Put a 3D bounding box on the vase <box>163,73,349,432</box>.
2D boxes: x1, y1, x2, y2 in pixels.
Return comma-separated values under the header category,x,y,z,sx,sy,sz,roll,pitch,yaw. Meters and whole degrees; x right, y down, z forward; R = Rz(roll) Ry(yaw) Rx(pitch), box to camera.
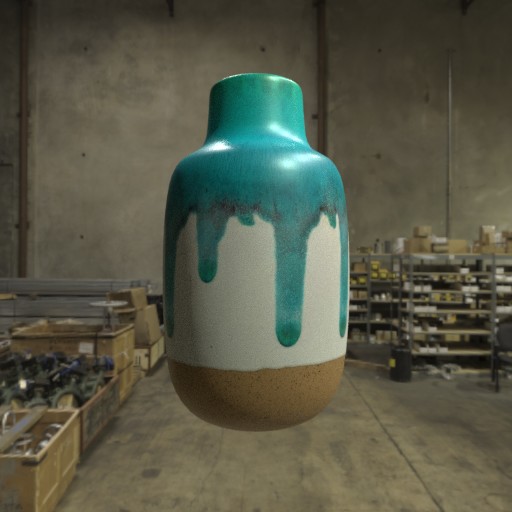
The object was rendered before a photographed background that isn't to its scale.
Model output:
category,x,y,z,sx,sy,sz,roll,pitch,yaw
vase,0.000,0.000,0.257,0.106,0.192,0.106,0,0,0
